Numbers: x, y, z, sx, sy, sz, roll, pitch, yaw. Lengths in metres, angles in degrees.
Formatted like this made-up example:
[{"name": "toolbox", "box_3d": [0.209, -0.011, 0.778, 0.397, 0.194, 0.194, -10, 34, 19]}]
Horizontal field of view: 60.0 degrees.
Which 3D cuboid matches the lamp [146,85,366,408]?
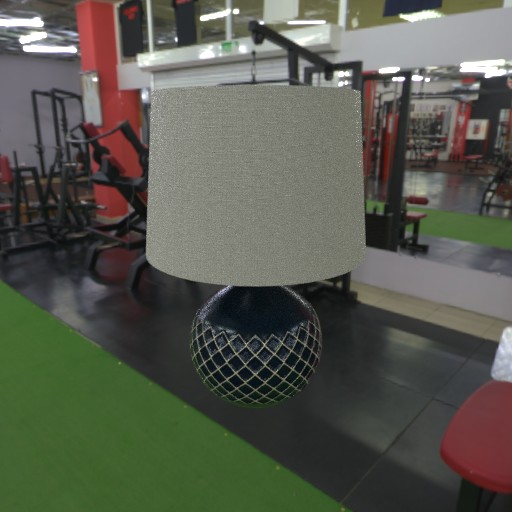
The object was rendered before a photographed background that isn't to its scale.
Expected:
[{"name": "lamp", "box_3d": [0.000, 0.000, 0.782, 0.376, 0.540, 0.376, 0, 17, 0]}]
